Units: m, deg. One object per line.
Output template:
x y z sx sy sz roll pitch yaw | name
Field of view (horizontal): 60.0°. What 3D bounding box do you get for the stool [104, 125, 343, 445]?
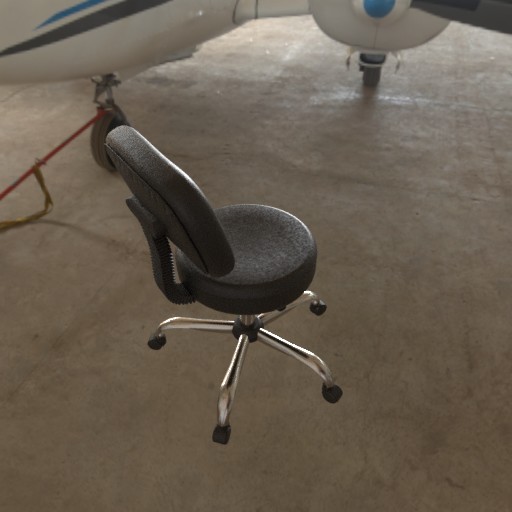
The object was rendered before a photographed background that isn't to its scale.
0.000 0.000 1.307 0.648 0.862 0.673 -25 46 -26 | stool
